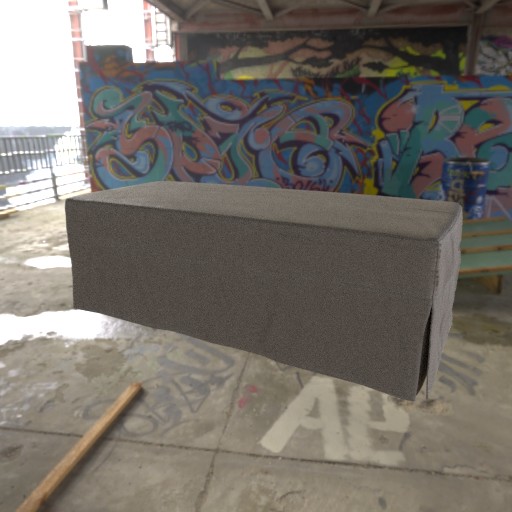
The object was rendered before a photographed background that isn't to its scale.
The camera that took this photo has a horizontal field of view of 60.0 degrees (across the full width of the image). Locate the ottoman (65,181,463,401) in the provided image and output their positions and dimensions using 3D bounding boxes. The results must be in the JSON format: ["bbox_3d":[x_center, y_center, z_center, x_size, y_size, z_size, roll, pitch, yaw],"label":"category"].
[{"bbox_3d":[0.000,0.000,1.679,1.388,0.457,0.665,9,19,27],"label":"ottoman"}]
